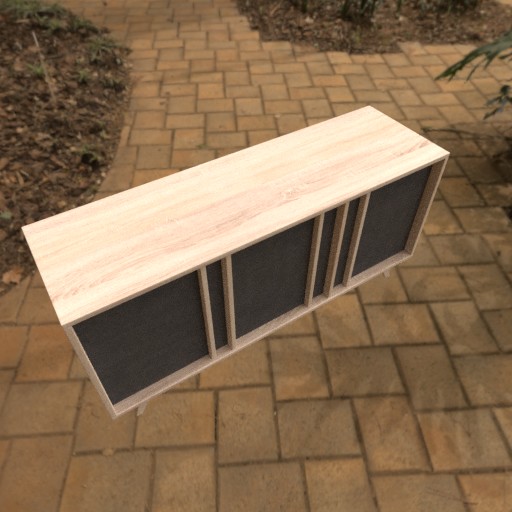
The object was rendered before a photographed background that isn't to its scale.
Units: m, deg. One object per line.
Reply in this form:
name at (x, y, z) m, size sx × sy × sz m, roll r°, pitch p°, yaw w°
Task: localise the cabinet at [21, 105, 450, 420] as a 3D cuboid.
cabinet at (0.000, 0.000, 2.009) m, size 1.650 × 0.780 × 0.500 m, roll -25°, pitch 51°, yaw -22°
